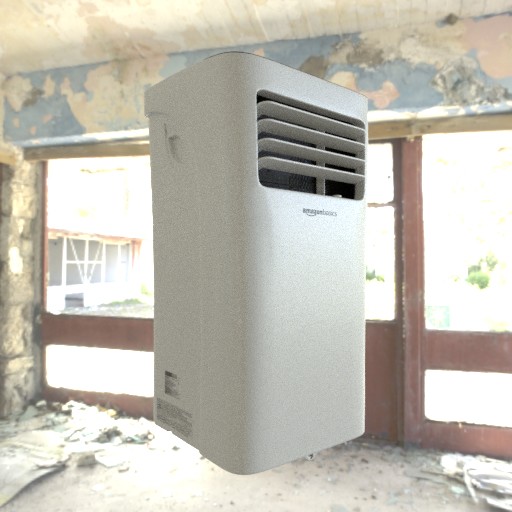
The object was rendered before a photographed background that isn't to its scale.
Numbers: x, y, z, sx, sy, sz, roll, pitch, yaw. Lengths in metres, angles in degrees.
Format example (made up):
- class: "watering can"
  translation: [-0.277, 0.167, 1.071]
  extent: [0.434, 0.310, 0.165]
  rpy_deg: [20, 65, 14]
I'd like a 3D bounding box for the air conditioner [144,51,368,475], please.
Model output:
- class: "air conditioner"
  translation: [0.000, 0.000, 0.901]
  extent: [0.352, 0.716, 0.369]
  rpy_deg: [1, -2, -38]
